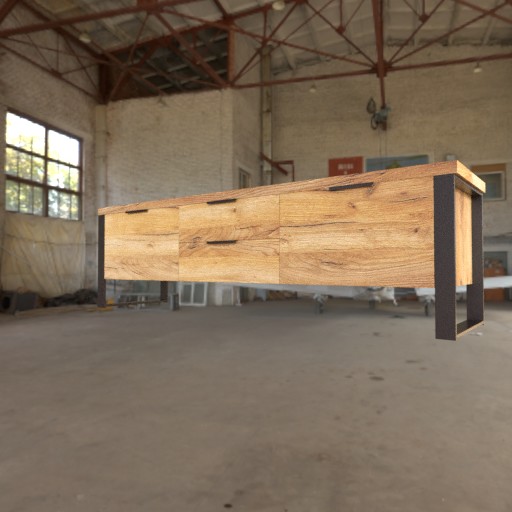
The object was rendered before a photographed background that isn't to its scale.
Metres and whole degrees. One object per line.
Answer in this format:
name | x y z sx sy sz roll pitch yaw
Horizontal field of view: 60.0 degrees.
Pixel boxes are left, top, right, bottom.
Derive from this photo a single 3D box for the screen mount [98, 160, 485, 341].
screen mount | 0.000 0.000 1.702 1.524 0.450 0.395 -1 -2 37
